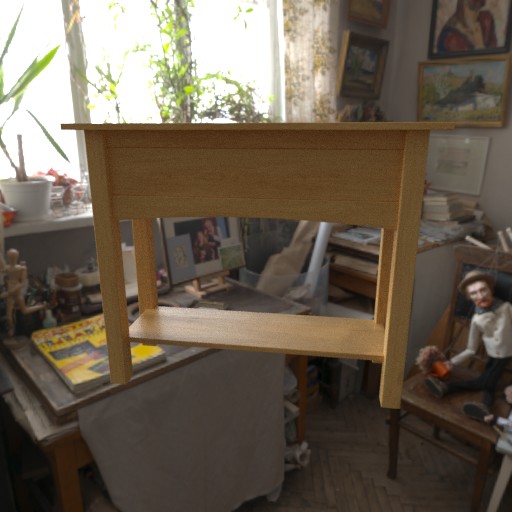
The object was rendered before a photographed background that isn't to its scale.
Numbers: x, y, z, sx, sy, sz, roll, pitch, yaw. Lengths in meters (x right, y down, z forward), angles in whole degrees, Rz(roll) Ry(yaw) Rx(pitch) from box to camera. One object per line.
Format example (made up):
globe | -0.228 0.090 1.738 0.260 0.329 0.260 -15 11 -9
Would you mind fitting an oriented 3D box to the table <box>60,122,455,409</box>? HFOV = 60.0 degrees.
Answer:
table | 0.000 0.000 1.262 0.900 0.728 0.340 2 17 8
